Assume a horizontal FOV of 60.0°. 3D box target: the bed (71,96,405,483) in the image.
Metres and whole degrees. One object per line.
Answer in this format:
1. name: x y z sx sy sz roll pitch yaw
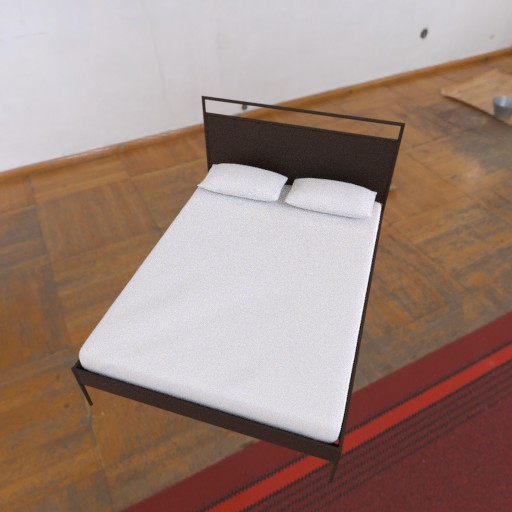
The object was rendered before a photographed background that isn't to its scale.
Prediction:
1. bed: 0.000 0.000 3.001 1.572 1.173 2.122 12 44 13
